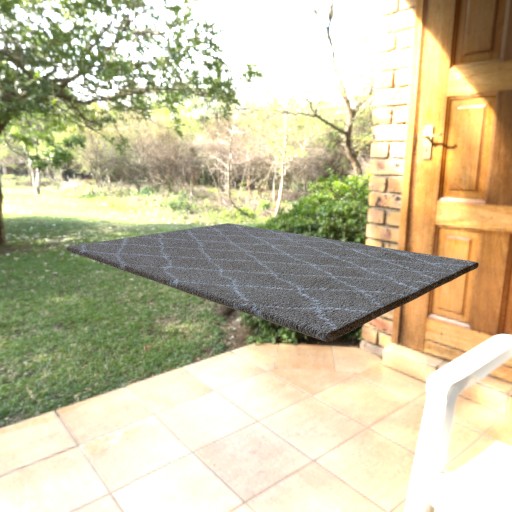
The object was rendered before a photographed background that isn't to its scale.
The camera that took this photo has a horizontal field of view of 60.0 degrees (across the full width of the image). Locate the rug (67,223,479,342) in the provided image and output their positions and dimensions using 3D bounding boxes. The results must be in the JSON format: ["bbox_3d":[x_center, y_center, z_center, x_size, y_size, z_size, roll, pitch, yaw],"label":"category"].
[{"bbox_3d":[0.000,0.000,2.285,1.778,0.030,1.219,12,18,43],"label":"rug"}]
